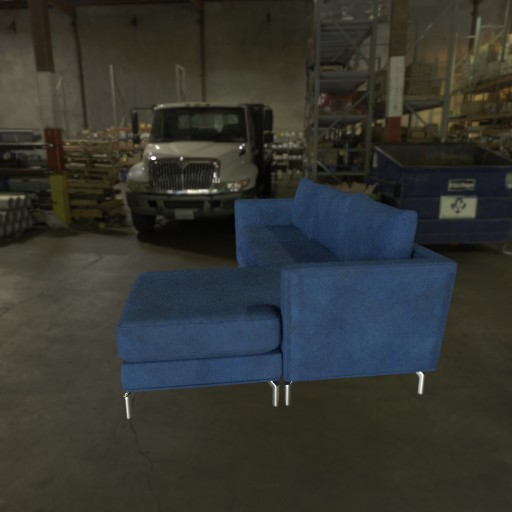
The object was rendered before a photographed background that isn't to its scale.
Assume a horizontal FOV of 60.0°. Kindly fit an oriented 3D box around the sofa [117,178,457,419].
[{"bbox_3d":[0.000,0.000,3.238,1.622,0.987,2.438,-2,15,-8],"label":"sofa"}]
